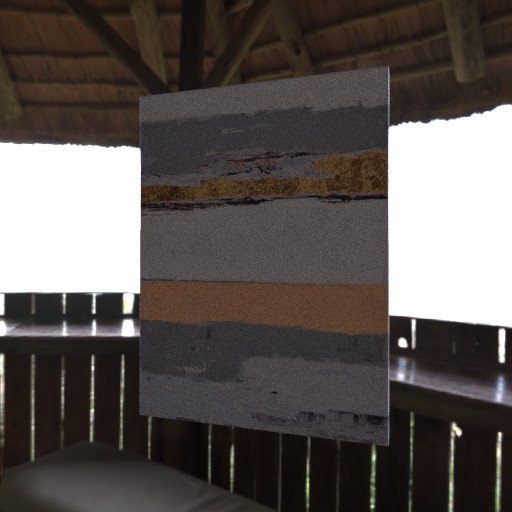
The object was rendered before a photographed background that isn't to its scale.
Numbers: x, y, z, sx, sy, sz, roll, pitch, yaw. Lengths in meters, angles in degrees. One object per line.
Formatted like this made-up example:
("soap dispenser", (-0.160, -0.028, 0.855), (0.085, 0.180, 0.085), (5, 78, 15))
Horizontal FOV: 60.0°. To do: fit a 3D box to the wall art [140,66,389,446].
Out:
("wall art", (0.000, 0.000, 0.794), (0.456, 0.609, 0.038), (0, 0, 18))
